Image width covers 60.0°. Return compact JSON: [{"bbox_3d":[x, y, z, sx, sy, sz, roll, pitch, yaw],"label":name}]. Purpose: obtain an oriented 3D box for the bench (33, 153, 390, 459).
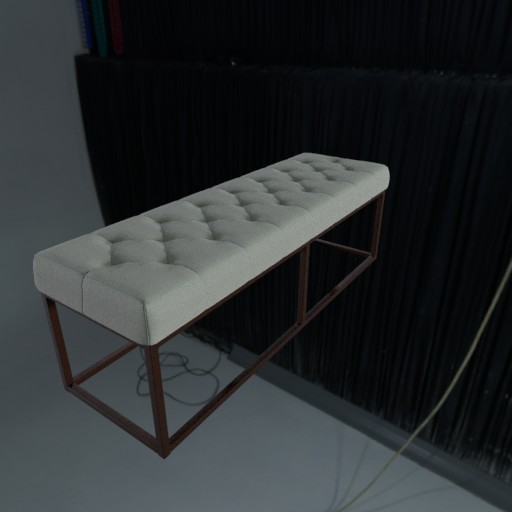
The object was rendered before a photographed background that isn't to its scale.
[{"bbox_3d":[0.000,0.000,1.712,0.479,0.488,1.488,17,31,31],"label":"bench"}]
